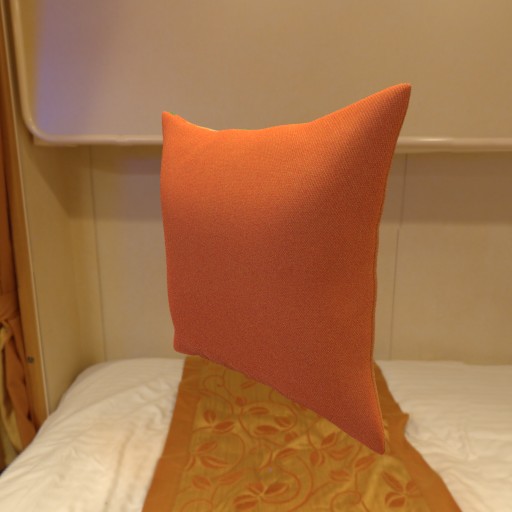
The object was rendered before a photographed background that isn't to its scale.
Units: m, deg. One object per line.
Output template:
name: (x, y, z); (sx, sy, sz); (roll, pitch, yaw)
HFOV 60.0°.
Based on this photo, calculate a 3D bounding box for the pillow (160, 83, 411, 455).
pillow: (0.000, 0.000, 0.665); (0.453, 0.444, 0.169); (12, 17, 43)
